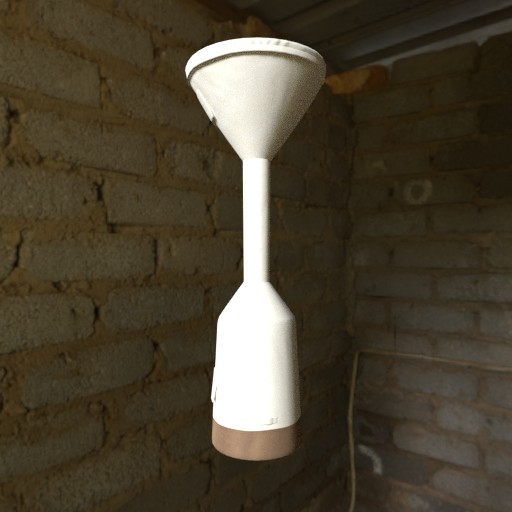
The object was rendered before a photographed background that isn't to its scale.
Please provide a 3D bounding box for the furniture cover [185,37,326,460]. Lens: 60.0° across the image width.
[{"bbox_3d":[0.000,0.000,2.893,0.914,2.413,0.914,0,0,0],"label":"furniture cover"}]
